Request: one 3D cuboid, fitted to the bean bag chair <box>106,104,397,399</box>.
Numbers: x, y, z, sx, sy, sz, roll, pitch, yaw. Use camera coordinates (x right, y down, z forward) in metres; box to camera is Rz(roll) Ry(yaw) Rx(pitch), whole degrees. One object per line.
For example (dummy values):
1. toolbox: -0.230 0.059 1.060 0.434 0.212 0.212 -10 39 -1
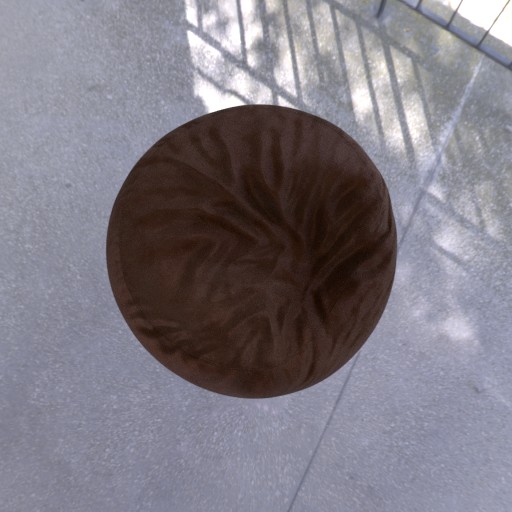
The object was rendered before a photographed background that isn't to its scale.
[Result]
1. bean bag chair: 0.000 0.000 1.504 0.918 0.616 0.918 0 74 0
